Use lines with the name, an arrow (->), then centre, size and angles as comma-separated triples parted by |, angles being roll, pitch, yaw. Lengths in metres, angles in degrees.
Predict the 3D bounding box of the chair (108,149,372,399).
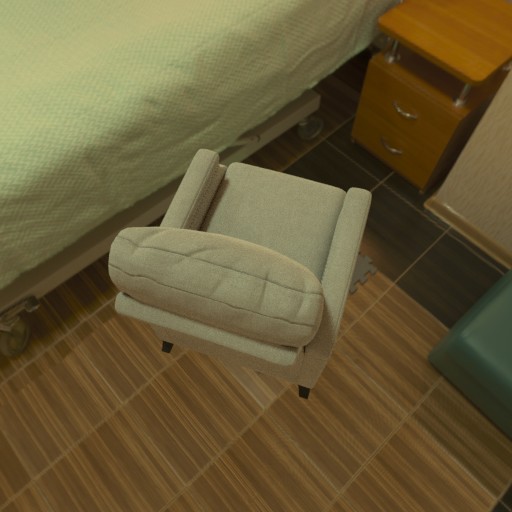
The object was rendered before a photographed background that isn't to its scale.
chair -> 0.000, 0.000, 1.657 | 0.710, 1.049, 0.922 | 16, 63, 8
